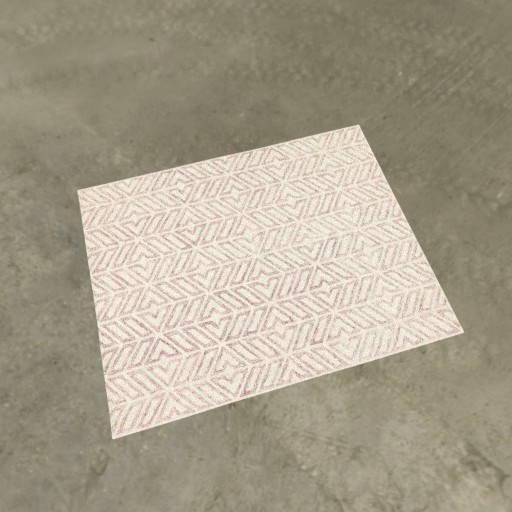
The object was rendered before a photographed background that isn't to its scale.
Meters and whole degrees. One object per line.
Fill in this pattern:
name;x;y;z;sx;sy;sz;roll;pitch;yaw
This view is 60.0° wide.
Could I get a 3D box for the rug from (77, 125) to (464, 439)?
rug;0.000;0.000;4.150;3.045;0.008;2.421;-15;65;-7
